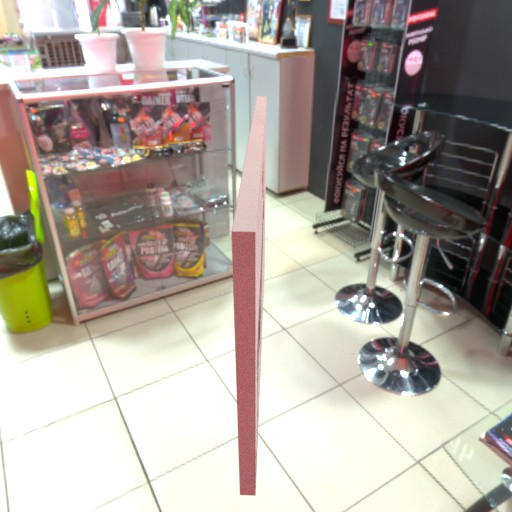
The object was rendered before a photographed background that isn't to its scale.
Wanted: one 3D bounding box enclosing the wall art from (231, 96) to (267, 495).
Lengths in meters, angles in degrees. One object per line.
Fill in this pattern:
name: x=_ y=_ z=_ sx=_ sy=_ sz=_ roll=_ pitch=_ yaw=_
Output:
wall art: x=0.000 y=0.000 z=1.150 sx=0.033 sy=0.617 sz=0.906 roll=1 pitch=31 yaw=2
